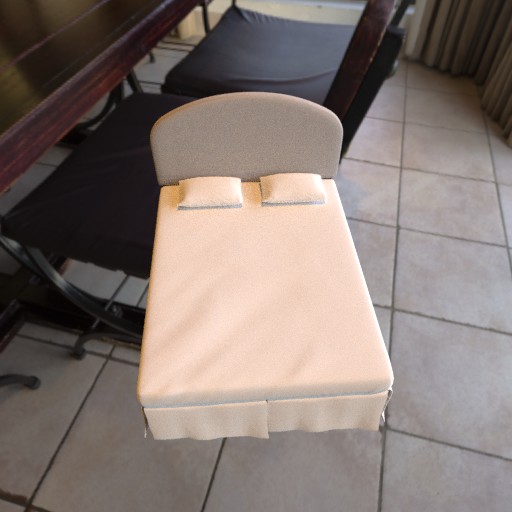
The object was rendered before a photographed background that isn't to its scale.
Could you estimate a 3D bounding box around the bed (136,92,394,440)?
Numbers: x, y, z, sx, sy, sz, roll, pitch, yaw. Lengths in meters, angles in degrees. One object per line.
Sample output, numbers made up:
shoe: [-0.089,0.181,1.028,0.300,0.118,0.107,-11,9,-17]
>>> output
bed: [0.000,0.000,3.092,1.607,1.410,2.005,-3,47,-3]
